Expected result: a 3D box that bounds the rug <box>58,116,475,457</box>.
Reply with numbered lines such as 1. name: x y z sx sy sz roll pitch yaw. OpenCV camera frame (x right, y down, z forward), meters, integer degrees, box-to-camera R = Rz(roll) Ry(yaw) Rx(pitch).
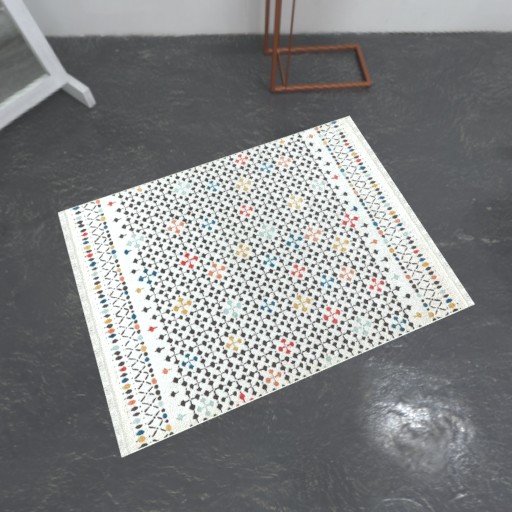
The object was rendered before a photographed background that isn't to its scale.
1. rug: 0.000 0.000 4.110 3.196 0.007 2.354 -21 66 -10
